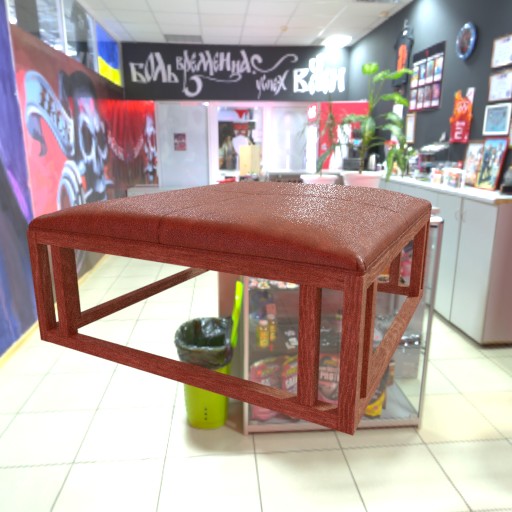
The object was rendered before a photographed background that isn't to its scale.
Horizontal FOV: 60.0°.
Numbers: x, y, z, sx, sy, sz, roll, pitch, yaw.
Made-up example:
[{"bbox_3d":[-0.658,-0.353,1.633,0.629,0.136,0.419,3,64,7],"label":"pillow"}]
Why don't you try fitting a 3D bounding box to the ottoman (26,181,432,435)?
[{"bbox_3d":[0.000,0.000,1.552,1.013,0.442,1.016,8,16,27],"label":"ottoman"}]
